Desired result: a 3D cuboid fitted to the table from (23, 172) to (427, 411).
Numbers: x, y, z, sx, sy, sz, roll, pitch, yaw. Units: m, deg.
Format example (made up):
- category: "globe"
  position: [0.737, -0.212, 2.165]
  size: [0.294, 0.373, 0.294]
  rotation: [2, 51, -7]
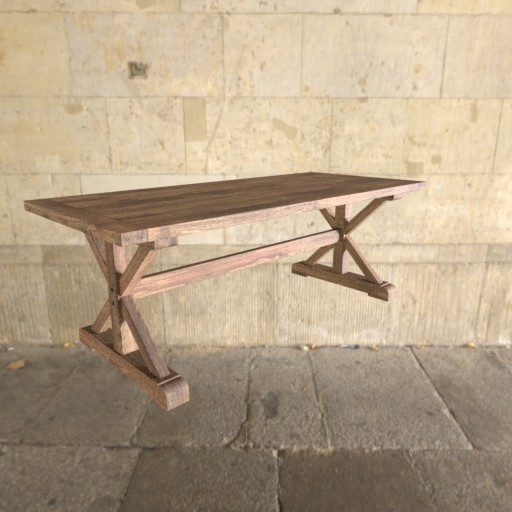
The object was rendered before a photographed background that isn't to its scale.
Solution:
- category: "table"
  position: [0.000, 0.000, 2.455]
  size: [2.031, 0.733, 0.907]
  rotation: [-15, 22, -42]
